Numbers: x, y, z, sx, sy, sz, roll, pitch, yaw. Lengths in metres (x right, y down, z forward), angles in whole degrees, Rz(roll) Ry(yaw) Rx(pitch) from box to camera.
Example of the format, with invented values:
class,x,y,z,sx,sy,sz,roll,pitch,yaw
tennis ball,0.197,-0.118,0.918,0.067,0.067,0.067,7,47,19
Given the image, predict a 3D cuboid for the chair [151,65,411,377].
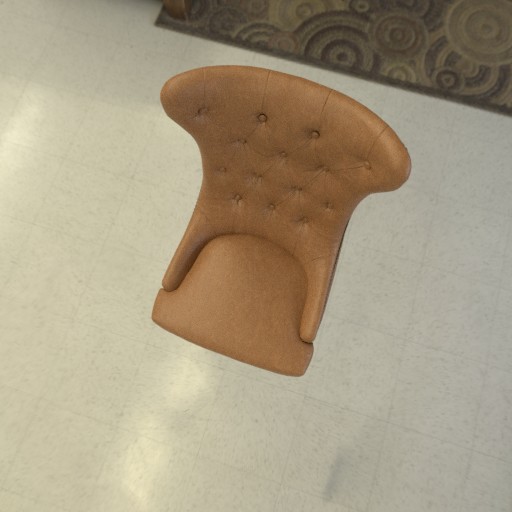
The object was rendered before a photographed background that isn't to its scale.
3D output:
class,x,y,z,sx,sy,sz,roll,pitch,yaw
chair,0.000,0.000,1.461,0.611,1.065,0.669,20,76,5
